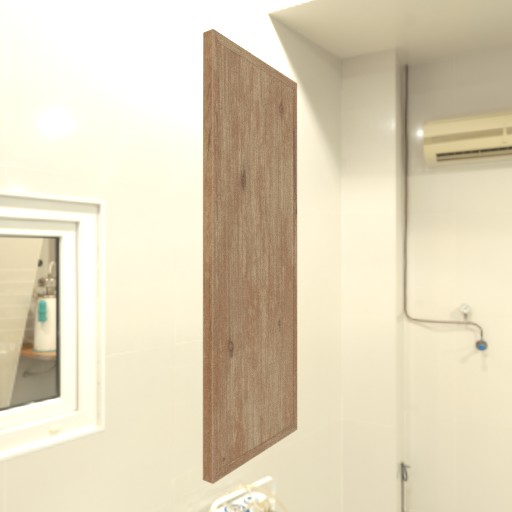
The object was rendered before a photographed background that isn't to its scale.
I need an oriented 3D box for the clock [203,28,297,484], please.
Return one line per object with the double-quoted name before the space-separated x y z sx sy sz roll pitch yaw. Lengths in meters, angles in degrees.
"clock" 0.000 0.000 1.094 0.030 0.965 0.361 0 0 35
